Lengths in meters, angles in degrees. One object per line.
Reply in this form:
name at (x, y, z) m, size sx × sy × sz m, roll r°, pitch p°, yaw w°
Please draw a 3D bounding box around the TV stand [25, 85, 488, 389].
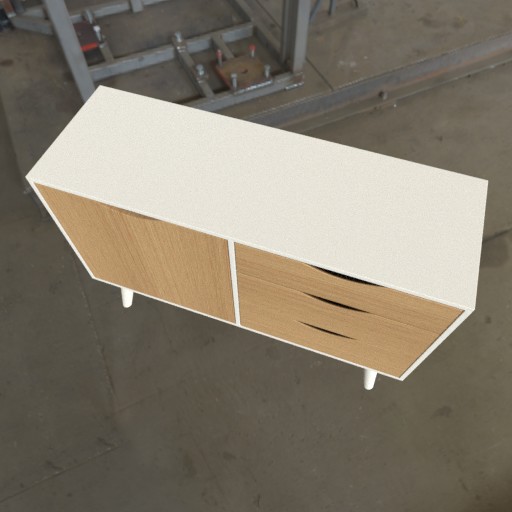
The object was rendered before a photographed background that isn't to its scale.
TV stand at (0.000, 0.000, 1.553) m, size 1.193 × 0.812 × 0.406 m, roll 17°, pitch 60°, yaw 10°
